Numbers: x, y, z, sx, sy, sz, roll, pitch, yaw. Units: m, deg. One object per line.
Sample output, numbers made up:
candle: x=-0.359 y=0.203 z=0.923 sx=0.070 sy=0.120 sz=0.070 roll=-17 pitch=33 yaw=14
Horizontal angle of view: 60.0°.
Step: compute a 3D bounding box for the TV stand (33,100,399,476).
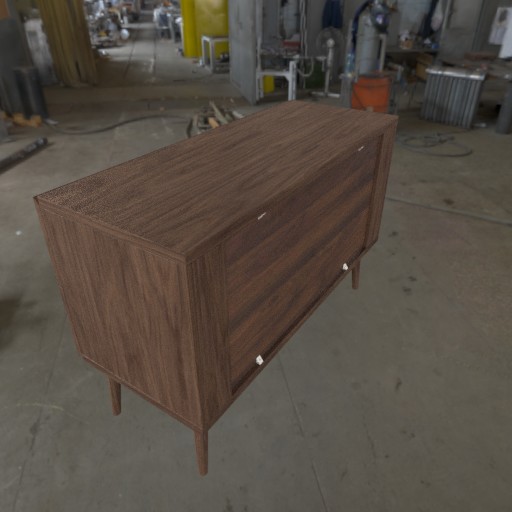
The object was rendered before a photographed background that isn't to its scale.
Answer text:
TV stand: x=0.000 y=0.000 z=1.305 sx=0.405 sy=0.660 sz=0.990 roll=20 pitch=37 yaw=28
